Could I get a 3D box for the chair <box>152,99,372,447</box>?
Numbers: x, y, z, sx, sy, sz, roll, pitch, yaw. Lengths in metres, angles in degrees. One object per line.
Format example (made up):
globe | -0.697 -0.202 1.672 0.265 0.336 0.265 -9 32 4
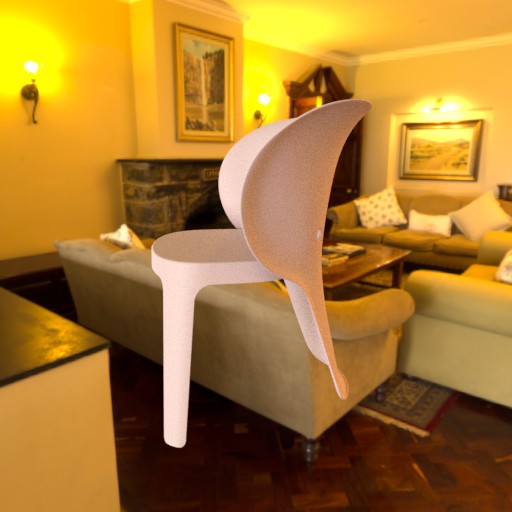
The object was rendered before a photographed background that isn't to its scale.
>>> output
chair | 0.000 0.000 0.874 0.402 0.554 0.451 -2 13 -9
